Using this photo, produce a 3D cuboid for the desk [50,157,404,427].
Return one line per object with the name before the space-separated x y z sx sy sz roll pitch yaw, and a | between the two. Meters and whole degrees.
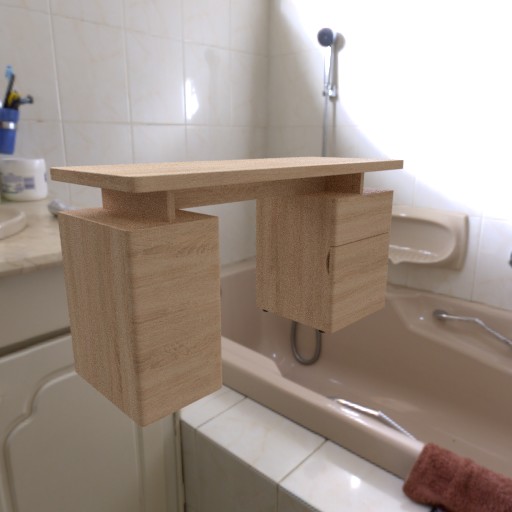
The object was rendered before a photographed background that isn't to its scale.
desk | 0.000 0.000 1.849 1.400 0.760 0.550 -14 20 -43
